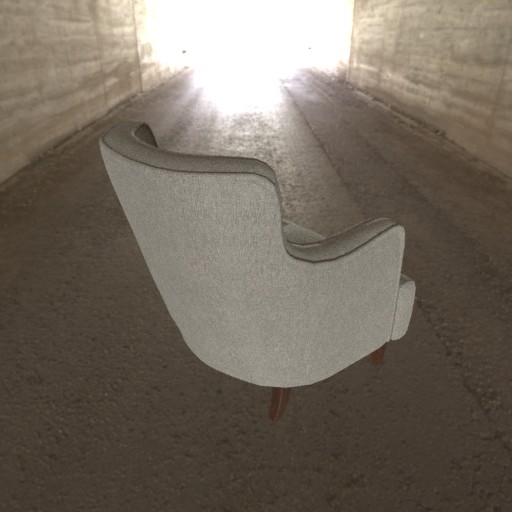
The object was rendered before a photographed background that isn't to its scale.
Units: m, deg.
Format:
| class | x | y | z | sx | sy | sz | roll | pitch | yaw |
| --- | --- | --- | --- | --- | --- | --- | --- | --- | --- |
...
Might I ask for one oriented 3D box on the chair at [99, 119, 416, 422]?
| class | x | y | z | sx | sy | sz | roll | pitch | yaw |
| --- | --- | --- | --- | --- | --- | --- | --- | --- | --- |
| chair | 0.000 | 0.000 | 1.582 | 0.910 | 0.920 | 0.820 | -19 | 32 | -32 |
